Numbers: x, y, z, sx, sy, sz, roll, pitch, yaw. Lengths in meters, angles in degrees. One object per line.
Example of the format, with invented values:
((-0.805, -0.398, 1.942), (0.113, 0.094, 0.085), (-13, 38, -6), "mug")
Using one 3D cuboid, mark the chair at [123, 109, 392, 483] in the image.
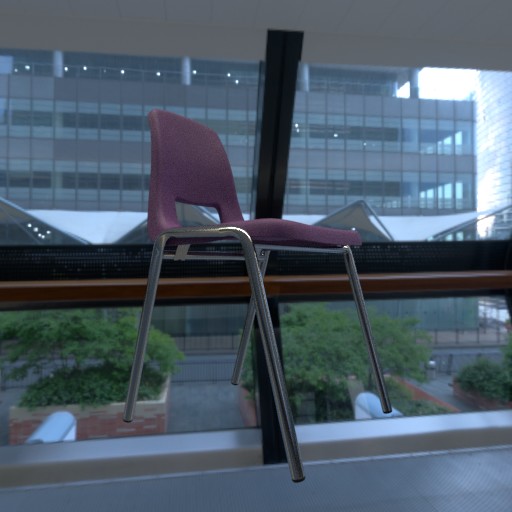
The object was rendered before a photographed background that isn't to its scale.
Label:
((0.000, 0.000, 0.903), (0.432, 0.654, 0.381), (-1, -2, 36), "chair")
